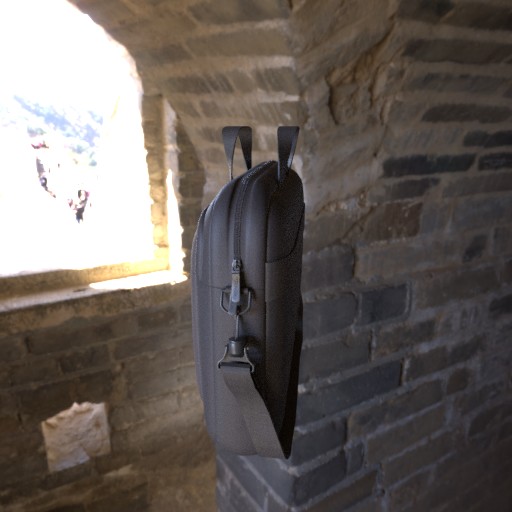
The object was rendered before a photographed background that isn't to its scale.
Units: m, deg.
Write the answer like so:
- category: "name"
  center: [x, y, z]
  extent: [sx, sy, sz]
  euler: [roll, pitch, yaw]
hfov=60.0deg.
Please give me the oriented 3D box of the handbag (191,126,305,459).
- category: "handbag"
  center: [0.000, 0.000, 0.587]
  extent: [0.126, 0.330, 0.429]
  euler: [2, 17, 8]
